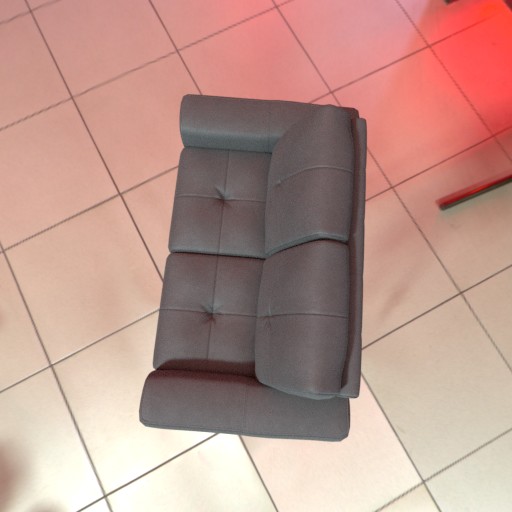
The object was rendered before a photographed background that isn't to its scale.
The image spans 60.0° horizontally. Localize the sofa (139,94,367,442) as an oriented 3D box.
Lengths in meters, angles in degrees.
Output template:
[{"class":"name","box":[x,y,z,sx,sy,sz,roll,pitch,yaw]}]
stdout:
[{"class":"sofa","box":[0.000,0.000,2.373,1.018,0.907,1.806,5,77,1]}]
